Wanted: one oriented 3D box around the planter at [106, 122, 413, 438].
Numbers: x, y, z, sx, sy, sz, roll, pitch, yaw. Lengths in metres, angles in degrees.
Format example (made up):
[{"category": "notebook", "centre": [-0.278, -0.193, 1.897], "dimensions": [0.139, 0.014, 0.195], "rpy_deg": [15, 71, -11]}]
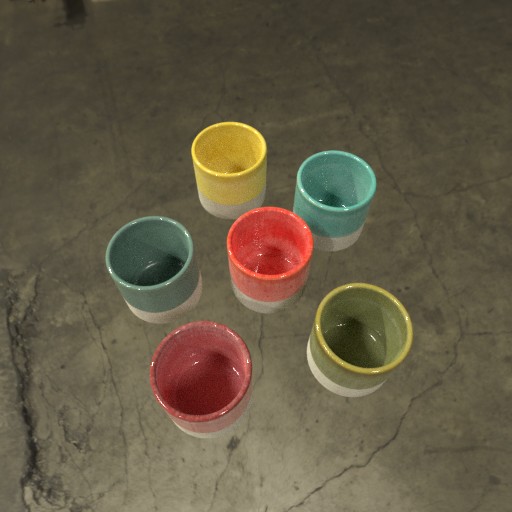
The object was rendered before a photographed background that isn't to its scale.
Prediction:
[{"category": "planter", "centre": [0.000, 0.000, 0.416], "dimensions": [0.257, 0.075, 0.286], "rpy_deg": [-15, 60, -9]}]
